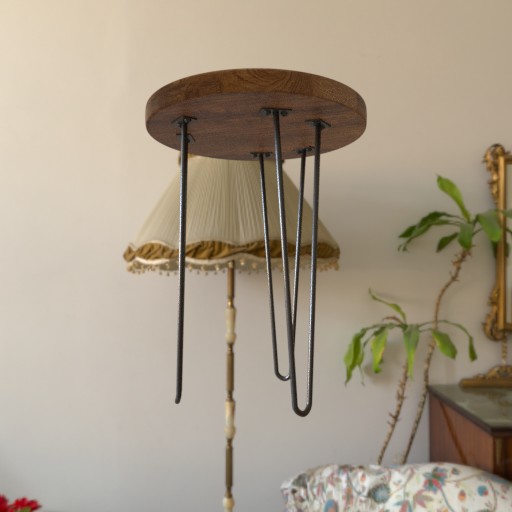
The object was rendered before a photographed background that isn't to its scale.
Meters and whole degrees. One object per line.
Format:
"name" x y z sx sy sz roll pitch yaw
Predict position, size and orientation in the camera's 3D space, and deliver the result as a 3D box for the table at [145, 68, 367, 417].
"table" 0.000 0.000 0.816 0.400 0.520 0.400 0 -2 0
